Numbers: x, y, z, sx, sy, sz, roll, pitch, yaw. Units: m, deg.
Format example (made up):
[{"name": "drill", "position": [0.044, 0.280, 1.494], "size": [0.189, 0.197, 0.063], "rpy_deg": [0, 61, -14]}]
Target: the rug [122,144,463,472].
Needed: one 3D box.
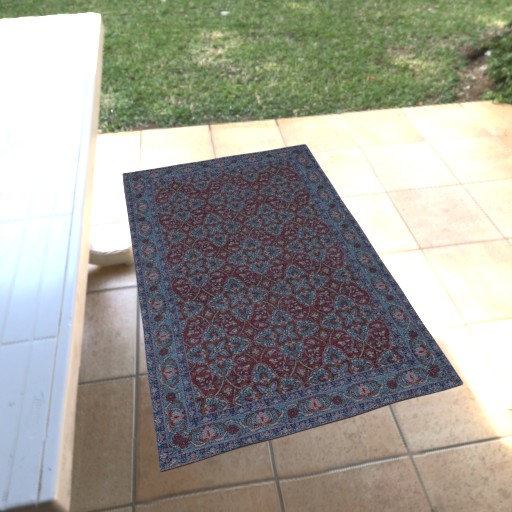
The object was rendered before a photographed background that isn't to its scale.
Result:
[{"name": "rug", "position": [0.000, 0.000, 2.269], "size": [1.219, 0.009, 1.829], "rpy_deg": [-12, 47, -11]}]
